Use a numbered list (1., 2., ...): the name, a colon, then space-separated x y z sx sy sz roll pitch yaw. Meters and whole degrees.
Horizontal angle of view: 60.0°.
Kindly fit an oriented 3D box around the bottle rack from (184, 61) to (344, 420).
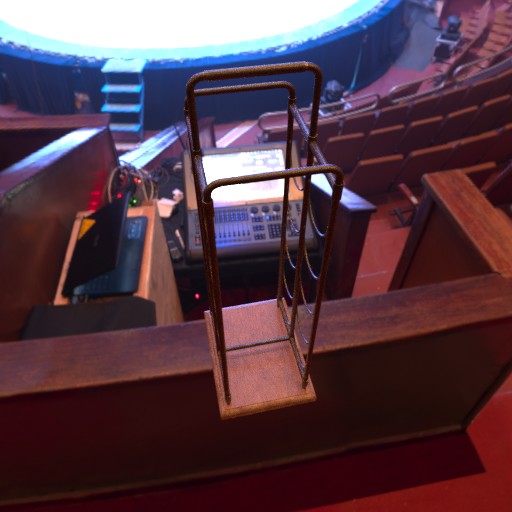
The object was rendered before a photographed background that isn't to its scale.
1. bottle rack: 0.000 0.000 0.791 0.208 0.680 0.276 -9 48 -8
